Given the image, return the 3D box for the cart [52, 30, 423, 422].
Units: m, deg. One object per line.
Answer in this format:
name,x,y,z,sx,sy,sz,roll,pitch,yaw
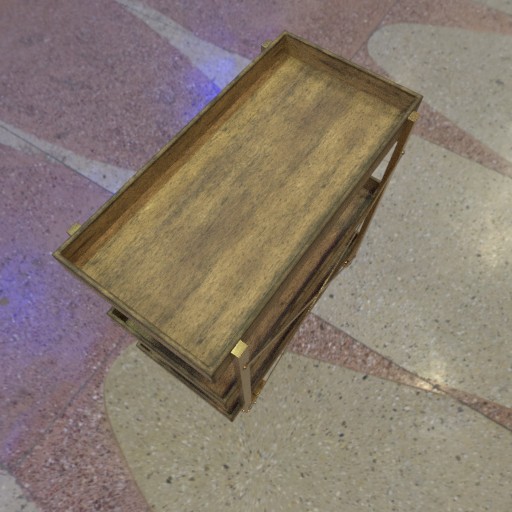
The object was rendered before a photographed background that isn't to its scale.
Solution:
cart,0.000,0.000,1.246,0.416,0.799,0.750,33,68,15
